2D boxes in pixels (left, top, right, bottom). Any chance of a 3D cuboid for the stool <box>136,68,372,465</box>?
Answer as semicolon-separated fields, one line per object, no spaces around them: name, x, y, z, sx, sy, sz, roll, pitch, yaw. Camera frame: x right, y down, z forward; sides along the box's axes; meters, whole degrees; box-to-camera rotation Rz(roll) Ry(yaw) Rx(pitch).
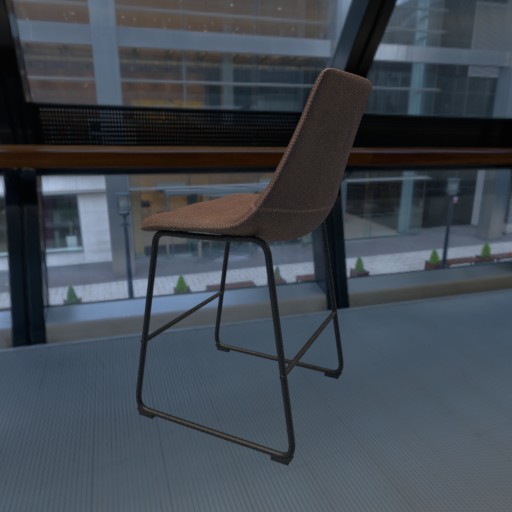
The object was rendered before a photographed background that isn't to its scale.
stool;0.000;0.000;1.214;0.550;0.890;0.460;8;18;25
